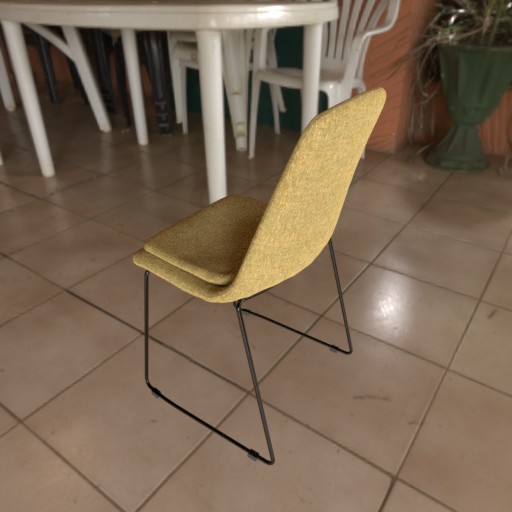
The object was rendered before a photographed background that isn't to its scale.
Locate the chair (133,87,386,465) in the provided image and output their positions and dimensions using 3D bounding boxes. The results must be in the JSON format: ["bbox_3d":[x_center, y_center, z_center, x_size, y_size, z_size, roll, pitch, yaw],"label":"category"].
[{"bbox_3d":[0.000,0.000,1.132,0.496,0.849,0.479,20,36,29],"label":"chair"}]
